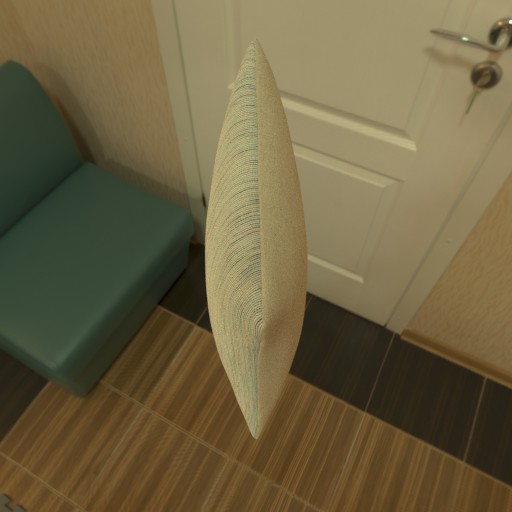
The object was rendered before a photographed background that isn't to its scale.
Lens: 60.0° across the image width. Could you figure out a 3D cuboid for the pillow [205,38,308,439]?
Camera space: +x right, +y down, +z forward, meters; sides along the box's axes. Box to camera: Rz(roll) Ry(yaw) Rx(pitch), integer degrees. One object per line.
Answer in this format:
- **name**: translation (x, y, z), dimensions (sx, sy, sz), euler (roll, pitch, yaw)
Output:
- **pillow**: translation (0.000, 0.000, 0.781), dimensions (0.178, 0.506, 0.512), euler (-1, 57, -1)
